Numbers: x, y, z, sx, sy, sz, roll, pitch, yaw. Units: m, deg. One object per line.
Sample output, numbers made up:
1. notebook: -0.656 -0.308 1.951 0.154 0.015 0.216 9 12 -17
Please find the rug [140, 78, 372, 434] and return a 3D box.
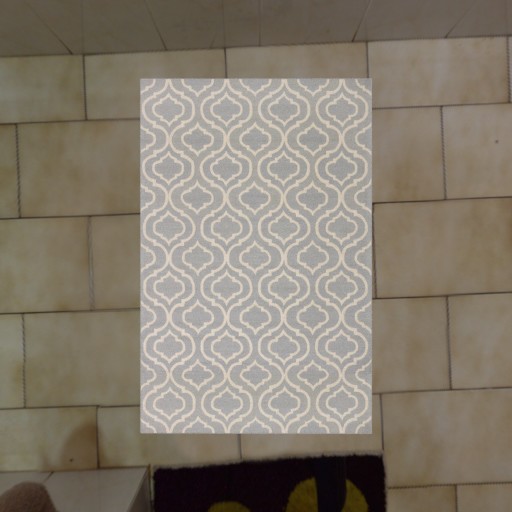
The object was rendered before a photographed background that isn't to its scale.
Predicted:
1. rug: 0.000 0.000 2.185 1.141 0.015 1.749 0 90 0
